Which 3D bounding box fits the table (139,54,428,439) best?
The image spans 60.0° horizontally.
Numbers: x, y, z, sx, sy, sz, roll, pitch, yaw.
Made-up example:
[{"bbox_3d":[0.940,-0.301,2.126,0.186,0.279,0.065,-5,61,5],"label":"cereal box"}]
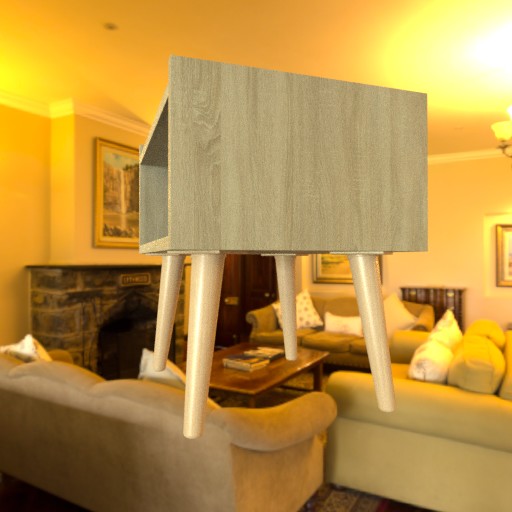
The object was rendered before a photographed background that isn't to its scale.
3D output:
[{"bbox_3d":[0.000,0.000,0.793,0.370,0.470,0.450,0,0,-19],"label":"table"}]
